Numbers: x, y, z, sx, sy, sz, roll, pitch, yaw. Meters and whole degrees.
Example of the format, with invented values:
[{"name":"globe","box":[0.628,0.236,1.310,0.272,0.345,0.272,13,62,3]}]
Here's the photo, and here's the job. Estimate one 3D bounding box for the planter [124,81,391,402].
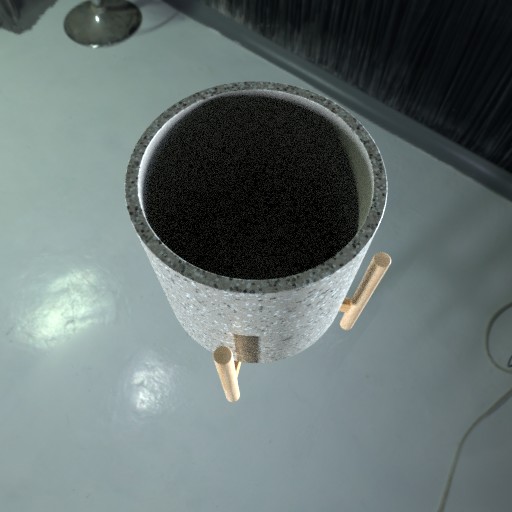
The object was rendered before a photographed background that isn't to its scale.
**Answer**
[{"name":"planter","box":[0.000,0.000,0.701,0.360,0.419,0.360,33,67,16]}]
